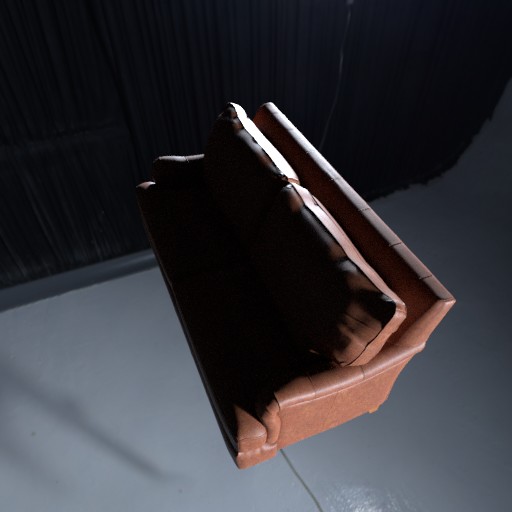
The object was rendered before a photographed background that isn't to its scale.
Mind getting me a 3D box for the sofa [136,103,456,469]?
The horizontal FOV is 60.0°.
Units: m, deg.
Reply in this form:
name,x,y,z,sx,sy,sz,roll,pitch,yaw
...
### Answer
name,x,y,z,sx,sy,sz,roll,pitch,yaw
sofa,0.000,0.000,2.834,1.147,1.071,2.144,-17,49,-16
